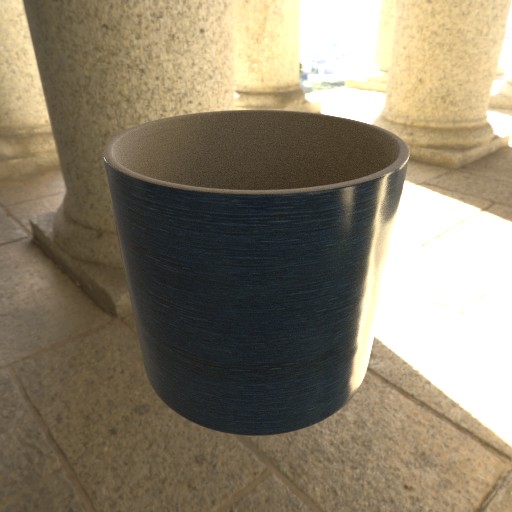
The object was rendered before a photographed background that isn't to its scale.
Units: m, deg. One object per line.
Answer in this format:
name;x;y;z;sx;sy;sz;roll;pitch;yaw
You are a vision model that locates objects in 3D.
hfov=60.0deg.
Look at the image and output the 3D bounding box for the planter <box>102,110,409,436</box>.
planter;0.000;0.000;0.383;0.221;0.201;0.221;0;29;0
